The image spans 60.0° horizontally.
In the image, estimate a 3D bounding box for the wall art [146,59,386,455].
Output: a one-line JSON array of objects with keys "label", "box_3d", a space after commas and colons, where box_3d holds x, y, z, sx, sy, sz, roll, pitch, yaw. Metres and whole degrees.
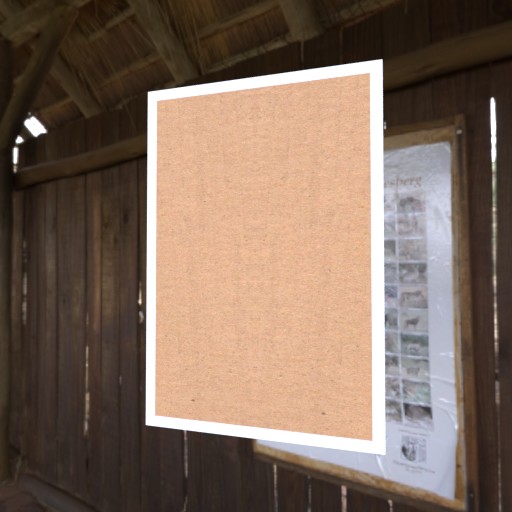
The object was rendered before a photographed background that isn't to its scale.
[{"label": "wall art", "box_3d": [0.000, 0.000, 1.190, 0.660, 0.965, 0.015, 0, -2, 18]}]
